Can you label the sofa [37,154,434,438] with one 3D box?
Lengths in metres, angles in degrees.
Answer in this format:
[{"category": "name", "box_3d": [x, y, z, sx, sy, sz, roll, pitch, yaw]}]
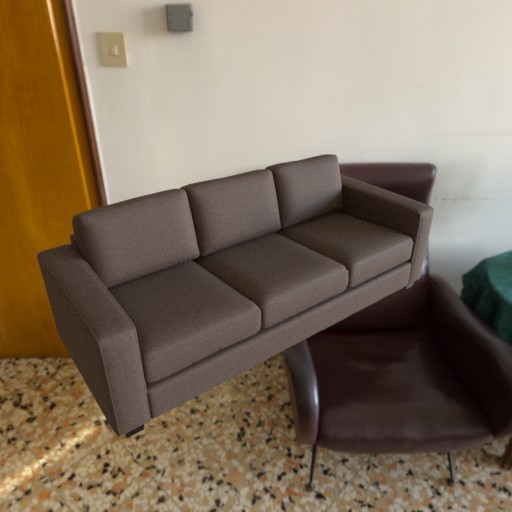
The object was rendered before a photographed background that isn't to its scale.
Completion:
[{"category": "sofa", "box_3d": [0.000, 0.000, 2.605, 2.160, 0.806, 0.900, -20, 35, -32]}]
